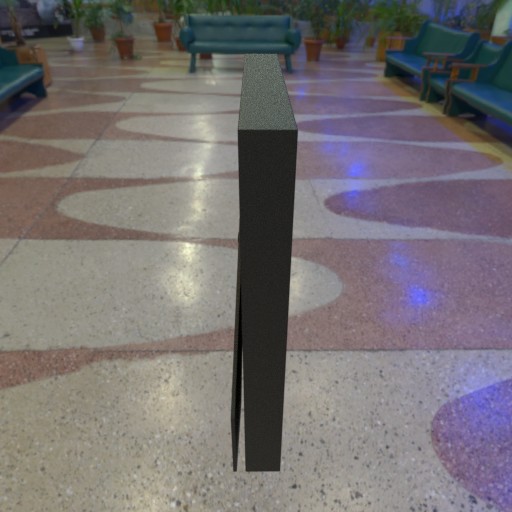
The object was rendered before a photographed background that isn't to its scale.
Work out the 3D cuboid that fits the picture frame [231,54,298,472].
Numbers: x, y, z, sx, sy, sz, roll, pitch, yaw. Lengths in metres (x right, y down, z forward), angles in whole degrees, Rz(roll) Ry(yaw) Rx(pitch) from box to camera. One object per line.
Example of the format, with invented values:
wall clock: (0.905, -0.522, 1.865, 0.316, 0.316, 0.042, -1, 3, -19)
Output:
picture frame: (0.000, 0.000, 0.276, 0.028, 0.208, 0.157, 0, 33, 0)
